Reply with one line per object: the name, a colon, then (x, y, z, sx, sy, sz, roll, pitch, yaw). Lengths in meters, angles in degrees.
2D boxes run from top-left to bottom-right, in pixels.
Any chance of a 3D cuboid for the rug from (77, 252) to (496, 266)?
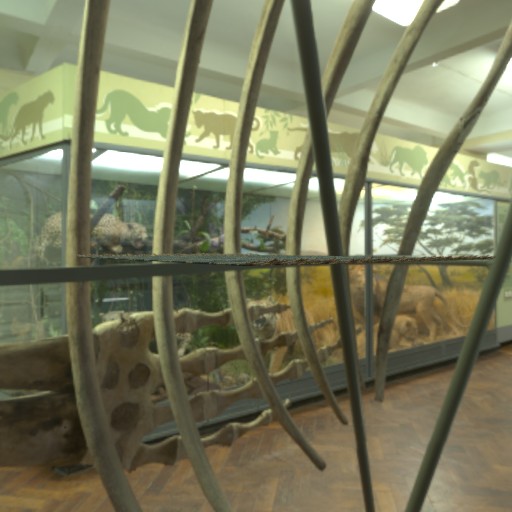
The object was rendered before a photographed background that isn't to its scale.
rug: (0.000, 0.000, 4.176, 2.418, 0.047, 3.307, -1, 1, -36)
